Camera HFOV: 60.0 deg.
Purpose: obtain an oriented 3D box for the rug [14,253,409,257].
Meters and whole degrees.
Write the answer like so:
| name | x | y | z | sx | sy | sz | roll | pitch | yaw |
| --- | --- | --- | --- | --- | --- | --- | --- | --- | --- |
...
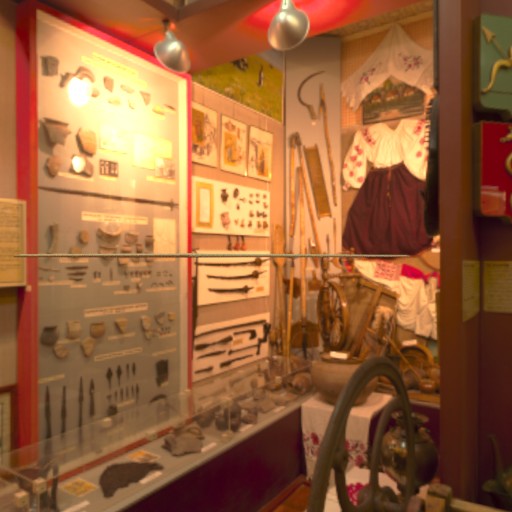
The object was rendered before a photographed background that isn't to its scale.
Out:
| name | x | y | z | sx | sy | sz | roll | pitch | yaw |
| --- | --- | --- | --- | --- | --- | --- | --- | --- | --- |
| rug | 0.000 | 0.000 | 1.415 | 0.604 | 0.007 | 1.219 | 0 | 0 | 36 |
